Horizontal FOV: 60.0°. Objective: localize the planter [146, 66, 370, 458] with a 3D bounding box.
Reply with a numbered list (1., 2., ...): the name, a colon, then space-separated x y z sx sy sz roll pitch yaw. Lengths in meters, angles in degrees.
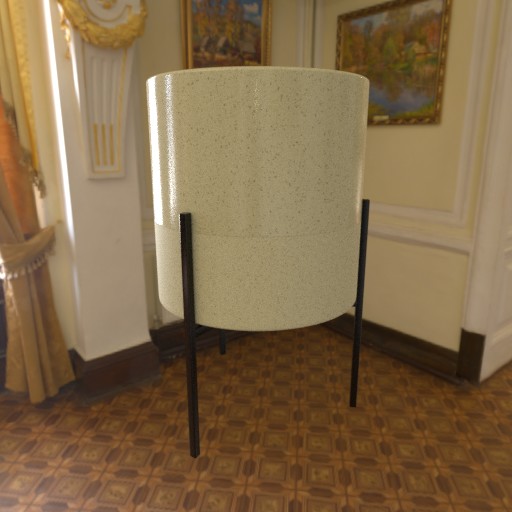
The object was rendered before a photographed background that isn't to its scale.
1. planter: 0.000 0.000 0.532 0.234 0.390 0.243 -7 17 -25
